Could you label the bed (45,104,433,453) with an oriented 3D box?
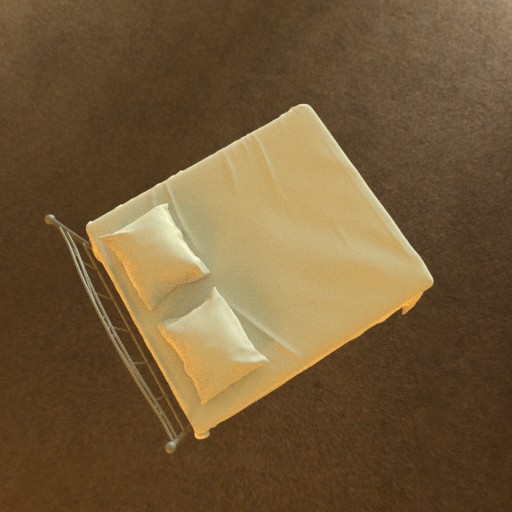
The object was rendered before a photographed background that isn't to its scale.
[{"bbox_3d":[0.000,0.000,3.283,2.215,1.080,1.936,-31,79,-7],"label":"bed"}]
